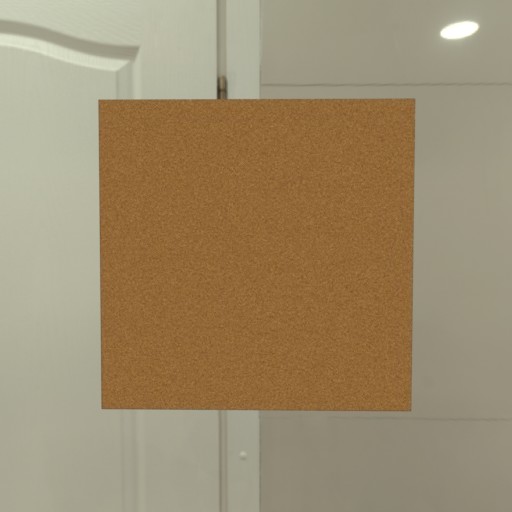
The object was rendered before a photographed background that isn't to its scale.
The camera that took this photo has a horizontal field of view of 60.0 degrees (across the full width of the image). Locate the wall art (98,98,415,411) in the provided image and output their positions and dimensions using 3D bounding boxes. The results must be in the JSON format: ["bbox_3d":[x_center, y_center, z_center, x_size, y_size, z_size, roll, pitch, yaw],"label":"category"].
[{"bbox_3d":[0.000,0.000,0.591,0.406,0.403,0.039,0,2,1],"label":"wall art"}]
